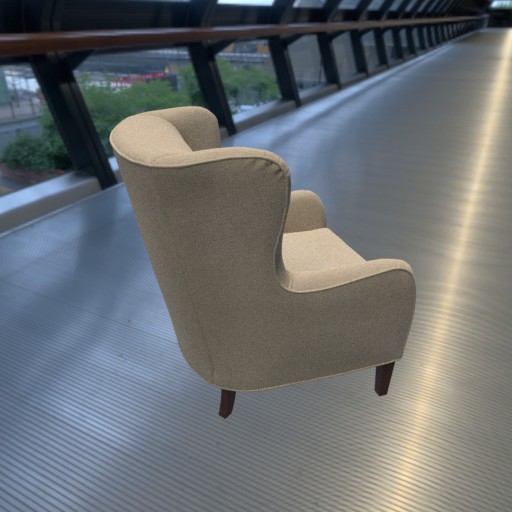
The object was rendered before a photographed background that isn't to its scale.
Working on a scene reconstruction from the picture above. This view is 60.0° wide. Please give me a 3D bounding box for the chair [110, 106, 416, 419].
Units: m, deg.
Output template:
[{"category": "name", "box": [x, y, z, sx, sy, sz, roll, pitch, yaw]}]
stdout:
[{"category": "chair", "box": [0.000, 0.000, 1.747, 0.966, 1.040, 0.838, -9, 28, -16]}]
